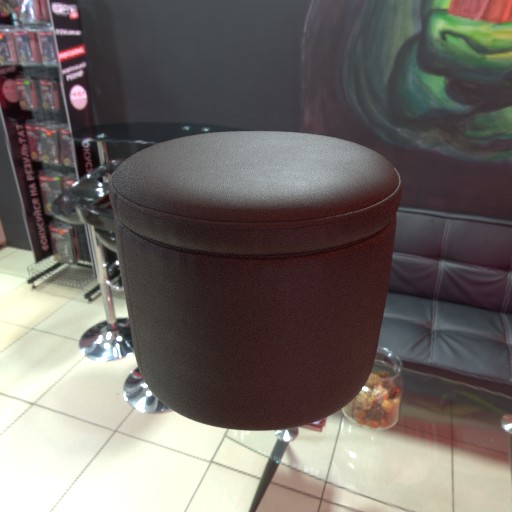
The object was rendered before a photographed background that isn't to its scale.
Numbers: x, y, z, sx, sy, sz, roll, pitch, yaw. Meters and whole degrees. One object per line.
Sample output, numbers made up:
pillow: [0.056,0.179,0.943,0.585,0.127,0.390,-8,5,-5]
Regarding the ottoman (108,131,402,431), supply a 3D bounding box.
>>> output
ottoman: [0.000,0.000,0.852,0.500,0.409,0.500,0,27,0]
